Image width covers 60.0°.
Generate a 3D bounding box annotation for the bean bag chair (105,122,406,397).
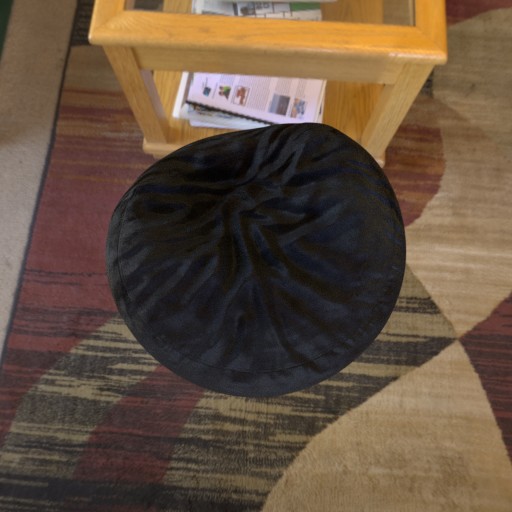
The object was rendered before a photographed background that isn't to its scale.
[{"bbox_3d":[0.000,0.000,1.504,0.918,0.616,0.918,0,76,0],"label":"bean bag chair"}]
